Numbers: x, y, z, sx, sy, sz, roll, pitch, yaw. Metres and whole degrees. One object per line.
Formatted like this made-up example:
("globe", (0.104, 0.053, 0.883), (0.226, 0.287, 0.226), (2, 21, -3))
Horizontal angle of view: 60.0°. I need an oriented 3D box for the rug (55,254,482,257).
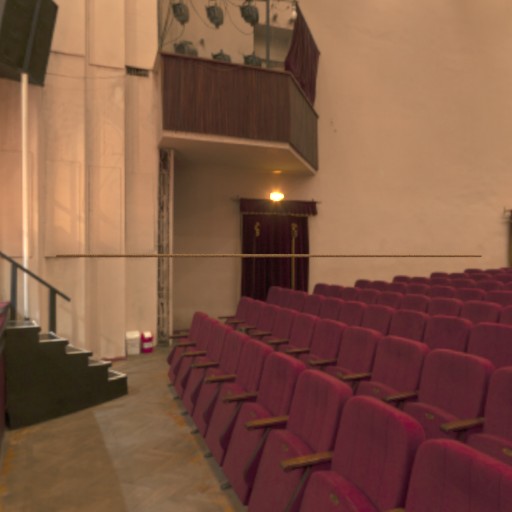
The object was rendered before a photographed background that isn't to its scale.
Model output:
("rug", (0.000, 0.000, 2.931), (2.290, 0.014, 1.526), (0, 0, -19))
